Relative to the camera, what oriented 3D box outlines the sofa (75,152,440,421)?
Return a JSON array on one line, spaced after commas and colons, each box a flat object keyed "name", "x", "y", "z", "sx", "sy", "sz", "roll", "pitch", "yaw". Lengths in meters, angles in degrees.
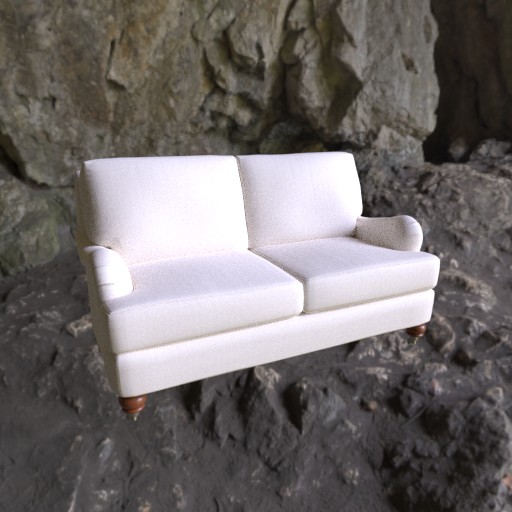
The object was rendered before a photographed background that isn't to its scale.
[{"name": "sofa", "x": 0.000, "y": 0.000, "z": 2.526, "sx": 1.853, "sy": 1.101, "sz": 1.084, "roll": -8, "pitch": 18, "yaw": -25}]
